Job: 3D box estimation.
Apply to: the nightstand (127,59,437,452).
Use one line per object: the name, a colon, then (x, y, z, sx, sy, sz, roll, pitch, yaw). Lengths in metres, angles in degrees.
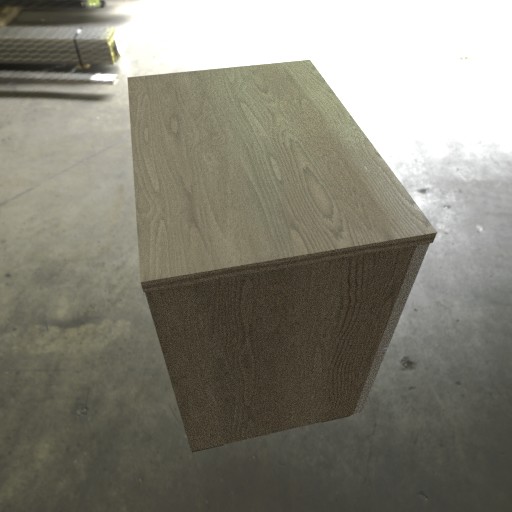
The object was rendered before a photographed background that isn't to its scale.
nightstand: (0.000, 0.000, 0.761, 0.325, 0.461, 0.442, -9, 47, -9)
